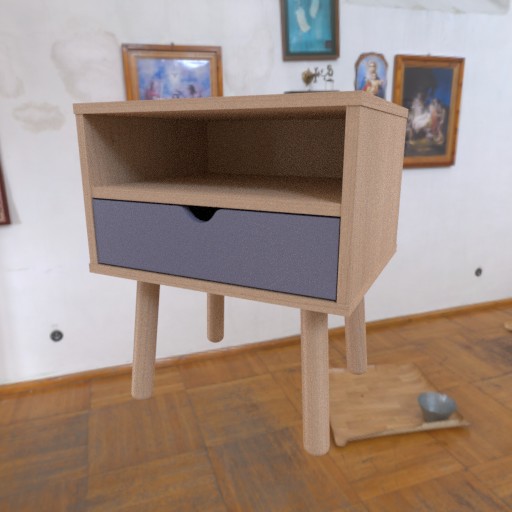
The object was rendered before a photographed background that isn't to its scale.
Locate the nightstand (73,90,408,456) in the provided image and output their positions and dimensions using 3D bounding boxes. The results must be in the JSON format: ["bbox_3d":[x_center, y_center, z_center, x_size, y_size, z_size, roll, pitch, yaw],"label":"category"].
[{"bbox_3d":[0.000,0.000,0.828,0.450,0.530,0.380,7,17,25],"label":"nightstand"}]
